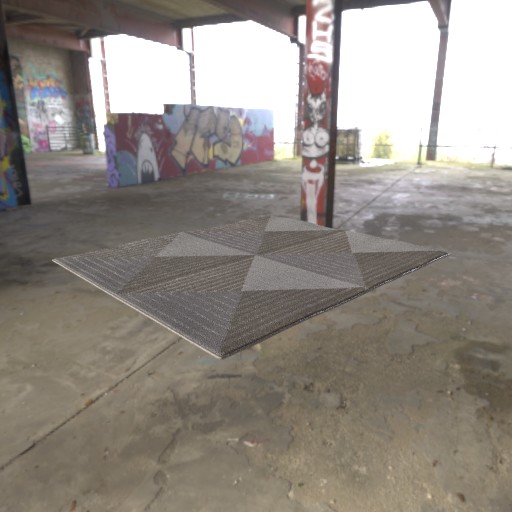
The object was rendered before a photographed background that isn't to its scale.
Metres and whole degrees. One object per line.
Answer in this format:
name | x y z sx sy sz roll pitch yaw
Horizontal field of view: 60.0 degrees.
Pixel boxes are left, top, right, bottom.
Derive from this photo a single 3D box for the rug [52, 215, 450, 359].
rug | 0.000 0.000 0.928 0.642 0.008 0.551 -16 23 -41
